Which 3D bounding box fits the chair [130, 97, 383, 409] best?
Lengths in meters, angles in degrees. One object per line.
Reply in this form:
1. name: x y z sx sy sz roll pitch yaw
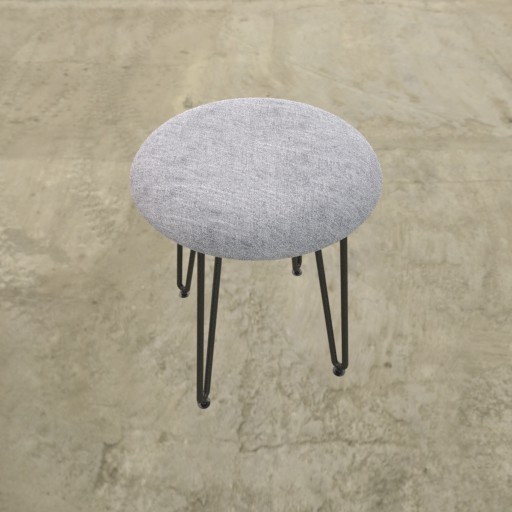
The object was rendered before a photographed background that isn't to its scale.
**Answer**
1. chair: 0.000 0.000 0.666 0.350 0.386 0.350 23 50 21
